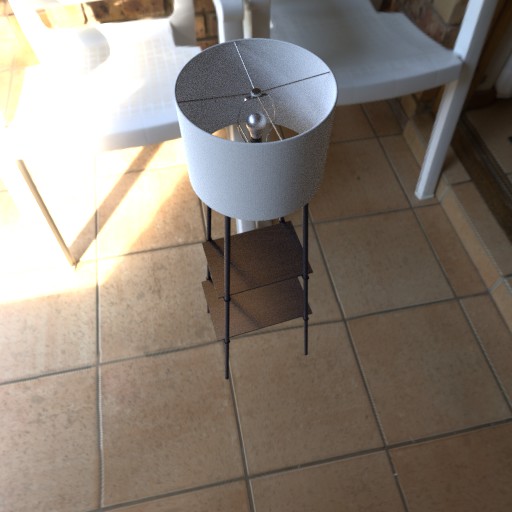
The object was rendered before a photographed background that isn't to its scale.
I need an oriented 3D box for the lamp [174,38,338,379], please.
[{"bbox_3d":[0.000,0.000,1.641,0.427,1.474,0.384,-15,59,-9],"label":"lamp"}]
